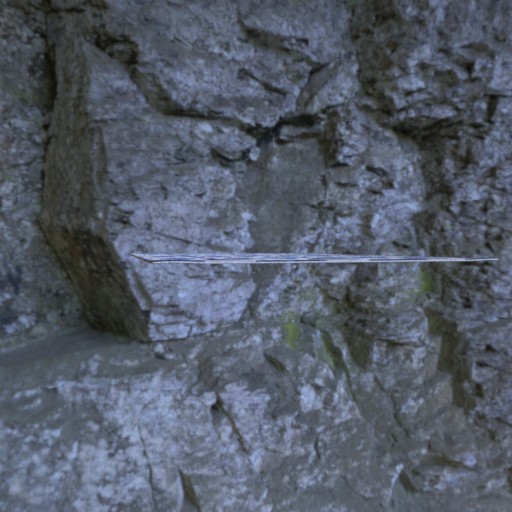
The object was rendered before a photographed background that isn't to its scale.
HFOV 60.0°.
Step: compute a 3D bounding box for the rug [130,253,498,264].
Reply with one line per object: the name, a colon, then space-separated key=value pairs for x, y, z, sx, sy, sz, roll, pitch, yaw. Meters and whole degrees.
rug: x=0.000 y=0.000 z=2.041 sx=1.072 sy=0.013 sz=1.698 roll=0 pitch=1 yaw=-18
